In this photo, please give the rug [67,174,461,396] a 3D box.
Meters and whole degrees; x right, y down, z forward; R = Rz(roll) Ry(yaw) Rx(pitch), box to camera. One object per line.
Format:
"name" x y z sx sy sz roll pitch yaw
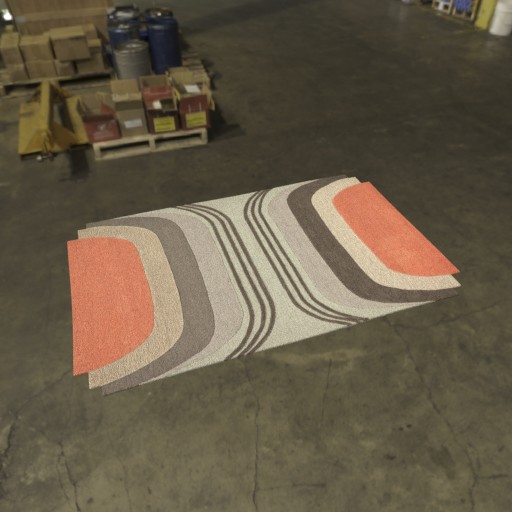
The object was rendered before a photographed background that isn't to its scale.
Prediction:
"rug" 0.000 0.000 3.049 2.446 0.017 1.530 -13 43 -14
